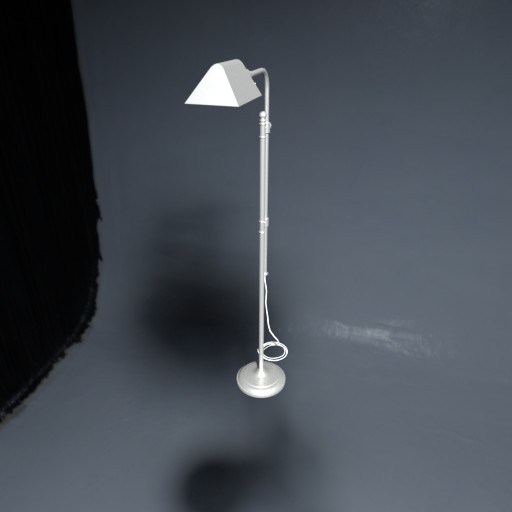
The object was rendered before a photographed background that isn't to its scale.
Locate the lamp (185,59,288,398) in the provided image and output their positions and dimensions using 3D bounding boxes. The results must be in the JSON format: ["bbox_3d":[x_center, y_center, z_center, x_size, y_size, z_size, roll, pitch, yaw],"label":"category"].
[{"bbox_3d":[0.000,0.000,1.898,0.256,1.571,0.813,9,29,16],"label":"lamp"}]
